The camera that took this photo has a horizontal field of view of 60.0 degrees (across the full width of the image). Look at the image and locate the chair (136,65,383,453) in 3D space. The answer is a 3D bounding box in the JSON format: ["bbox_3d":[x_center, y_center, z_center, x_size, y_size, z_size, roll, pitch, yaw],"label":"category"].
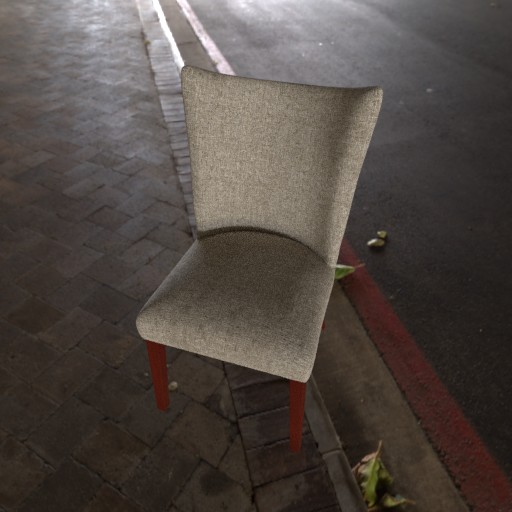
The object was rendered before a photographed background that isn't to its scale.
[{"bbox_3d":[0.000,0.000,1.299,0.535,0.924,0.623,12,42,14],"label":"chair"}]
